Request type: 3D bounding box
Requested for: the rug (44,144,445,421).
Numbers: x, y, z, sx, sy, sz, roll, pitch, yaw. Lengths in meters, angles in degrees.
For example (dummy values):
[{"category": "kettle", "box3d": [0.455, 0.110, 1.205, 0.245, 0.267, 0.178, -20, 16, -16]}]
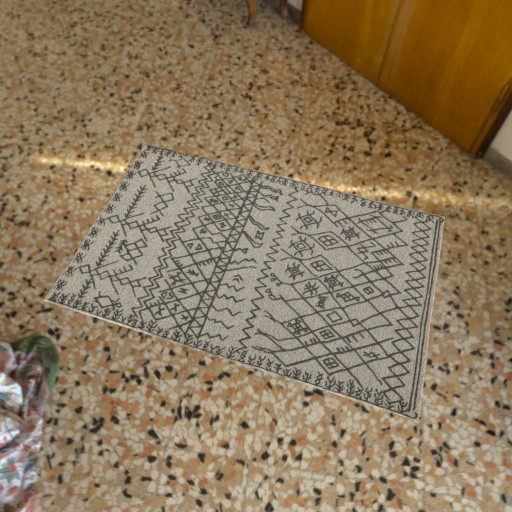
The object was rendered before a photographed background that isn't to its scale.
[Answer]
[{"category": "rug", "box3d": [0.000, 0.000, 4.859, 3.824, 0.019, 2.393, 16, 59, 10]}]
